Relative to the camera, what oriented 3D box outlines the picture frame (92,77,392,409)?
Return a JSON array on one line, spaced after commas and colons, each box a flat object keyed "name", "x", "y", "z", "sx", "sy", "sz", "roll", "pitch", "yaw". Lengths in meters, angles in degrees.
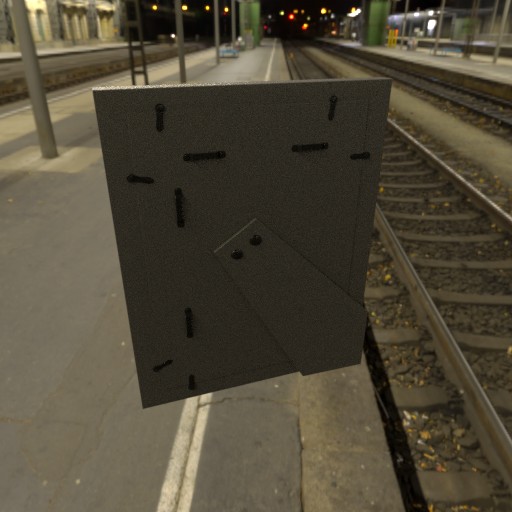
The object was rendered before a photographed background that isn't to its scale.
[{"name": "picture frame", "x": 0.000, "y": 0.000, "z": 0.524, "sx": 0.307, "sy": 0.383, "sz": 0.036, "roll": -9, "pitch": 28, "yaw": -17}]
